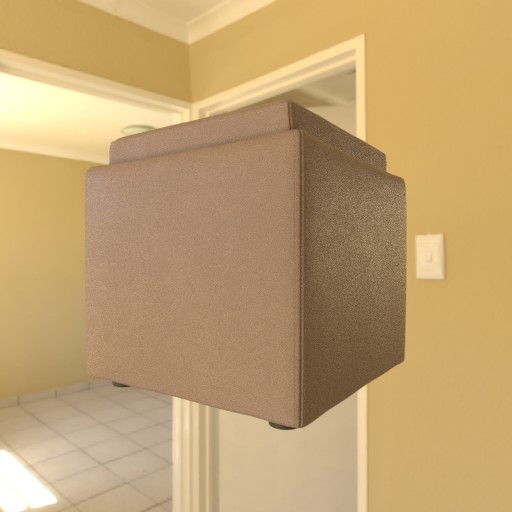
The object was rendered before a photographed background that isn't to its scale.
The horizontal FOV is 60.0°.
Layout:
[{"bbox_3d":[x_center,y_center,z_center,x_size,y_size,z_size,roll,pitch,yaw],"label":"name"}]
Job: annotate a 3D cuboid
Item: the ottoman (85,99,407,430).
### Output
[{"bbox_3d":[0.000,0.000,0.840,0.450,0.460,0.451,0,0,35],"label":"ottoman"}]
